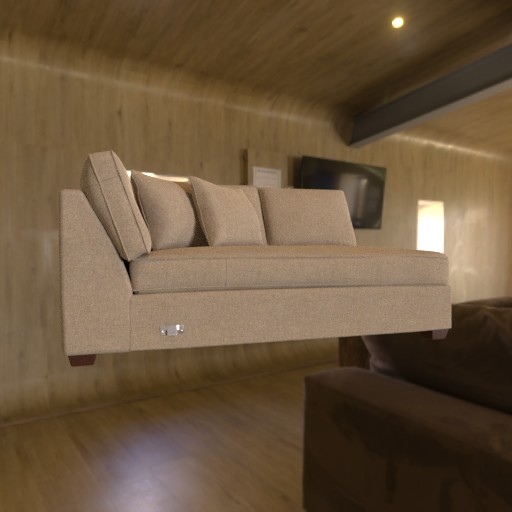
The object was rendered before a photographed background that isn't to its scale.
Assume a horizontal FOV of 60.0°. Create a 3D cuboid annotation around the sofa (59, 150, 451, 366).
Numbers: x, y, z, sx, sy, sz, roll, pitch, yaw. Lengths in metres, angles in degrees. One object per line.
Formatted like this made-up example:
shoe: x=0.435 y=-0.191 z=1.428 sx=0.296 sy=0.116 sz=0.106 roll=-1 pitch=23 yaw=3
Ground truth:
sofa: x=0.000 y=0.000 z=2.849 sx=2.238 sy=1.019 sz=1.110 roll=0 pitch=1 yaw=-19
